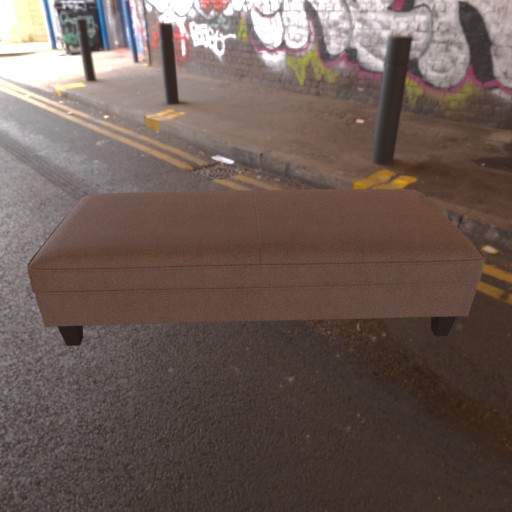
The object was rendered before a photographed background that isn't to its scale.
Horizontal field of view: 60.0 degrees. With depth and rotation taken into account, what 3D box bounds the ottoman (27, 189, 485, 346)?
[{"bbox_3d":[0.000,0.000,2.052,1.764,0.470,0.751,-1,30,-2],"label":"ottoman"}]
